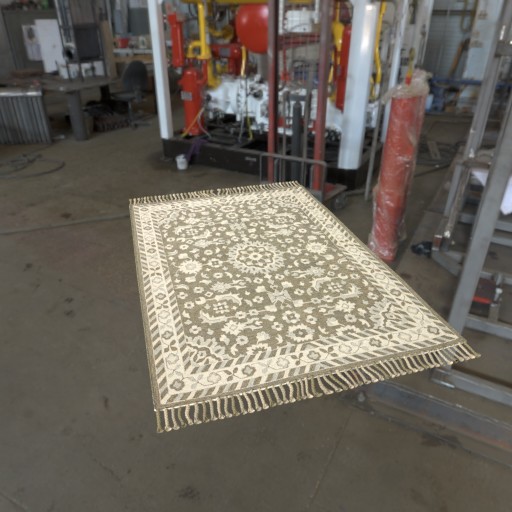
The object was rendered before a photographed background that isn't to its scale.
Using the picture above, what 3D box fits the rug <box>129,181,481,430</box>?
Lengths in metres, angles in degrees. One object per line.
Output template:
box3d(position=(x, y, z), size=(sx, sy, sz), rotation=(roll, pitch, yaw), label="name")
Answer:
box3d(position=(0.000, 0.000, 2.918), size=(1.530, 0.025, 2.431), rotation=(-8, 31, -14), label="rug")
